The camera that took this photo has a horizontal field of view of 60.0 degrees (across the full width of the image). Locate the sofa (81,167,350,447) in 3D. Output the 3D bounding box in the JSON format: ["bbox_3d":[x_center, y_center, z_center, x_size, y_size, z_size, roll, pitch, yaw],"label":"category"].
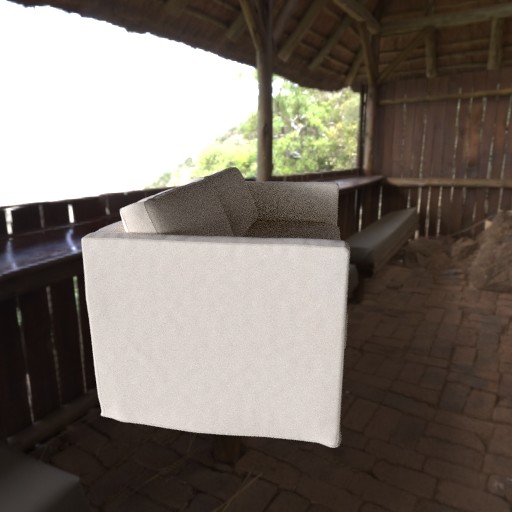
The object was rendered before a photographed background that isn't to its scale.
[{"bbox_3d":[0.000,0.000,2.457,0.940,0.870,1.987,2,16,9],"label":"sofa"}]
